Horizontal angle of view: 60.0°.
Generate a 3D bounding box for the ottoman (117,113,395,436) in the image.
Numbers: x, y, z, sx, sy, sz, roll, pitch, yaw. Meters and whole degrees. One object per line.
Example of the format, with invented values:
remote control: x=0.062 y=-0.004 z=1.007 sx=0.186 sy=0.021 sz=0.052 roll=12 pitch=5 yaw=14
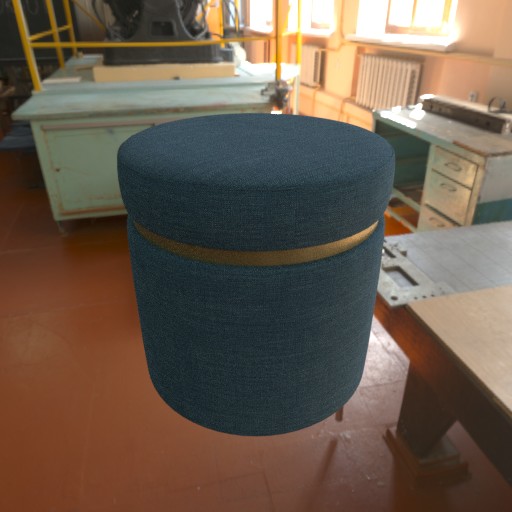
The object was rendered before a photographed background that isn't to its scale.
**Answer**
ottoman: x=0.000 y=0.000 z=0.734 sx=0.398 sy=0.406 sz=0.398 roll=0 pitch=29 yaw=0
